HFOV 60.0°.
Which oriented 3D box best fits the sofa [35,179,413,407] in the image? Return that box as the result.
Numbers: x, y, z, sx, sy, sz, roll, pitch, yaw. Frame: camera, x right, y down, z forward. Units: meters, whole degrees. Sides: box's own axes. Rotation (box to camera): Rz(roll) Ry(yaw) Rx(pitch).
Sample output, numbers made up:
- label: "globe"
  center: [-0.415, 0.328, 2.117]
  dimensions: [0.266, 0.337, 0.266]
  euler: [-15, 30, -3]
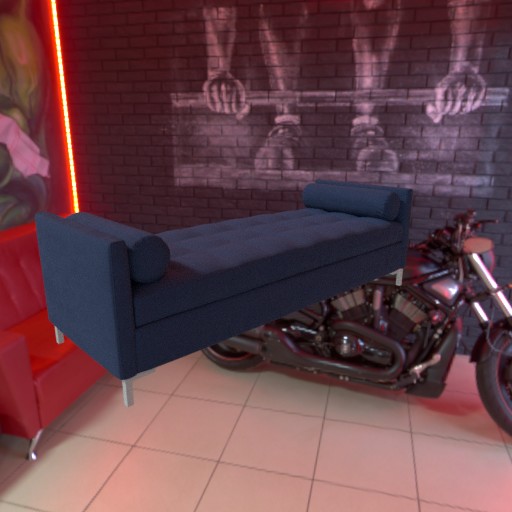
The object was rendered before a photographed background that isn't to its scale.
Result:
- label: "sofa"
  center: [0.000, 0.000, 2.530]
  dimensions: [2.102, 0.657, 0.797]
  euler: [-14, 21, -41]
